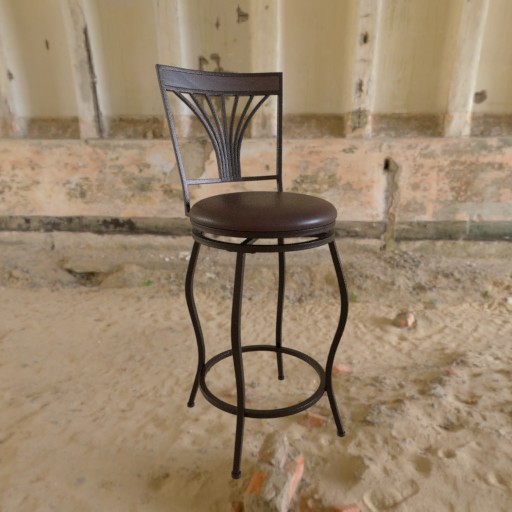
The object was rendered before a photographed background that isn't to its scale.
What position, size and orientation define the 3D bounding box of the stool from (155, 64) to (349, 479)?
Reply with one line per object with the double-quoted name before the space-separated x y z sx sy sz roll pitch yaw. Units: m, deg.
"stool" 0.000 0.000 1.366 0.433 1.117 0.514 -8 18 -27
